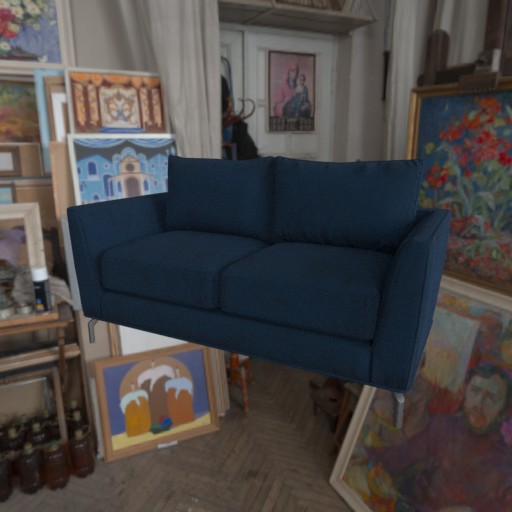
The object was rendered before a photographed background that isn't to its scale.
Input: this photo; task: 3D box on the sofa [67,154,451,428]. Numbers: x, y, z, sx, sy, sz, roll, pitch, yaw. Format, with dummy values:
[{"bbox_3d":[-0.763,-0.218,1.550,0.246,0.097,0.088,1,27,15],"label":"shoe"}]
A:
[{"bbox_3d":[0.000,0.000,2.297,1.770,1.002,0.853,7,16,26],"label":"sofa"}]
